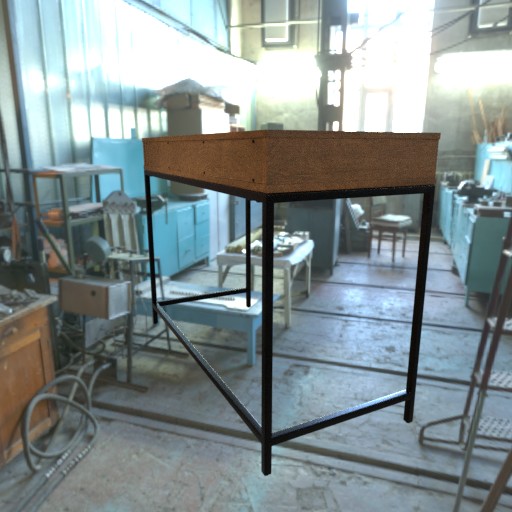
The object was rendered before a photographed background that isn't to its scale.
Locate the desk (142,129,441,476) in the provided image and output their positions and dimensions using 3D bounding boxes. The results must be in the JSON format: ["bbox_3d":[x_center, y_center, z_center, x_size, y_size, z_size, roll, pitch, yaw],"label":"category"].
[{"bbox_3d":[0.000,0.000,1.459,0.470,0.762,1.016,-7,16,-26],"label":"desk"}]
